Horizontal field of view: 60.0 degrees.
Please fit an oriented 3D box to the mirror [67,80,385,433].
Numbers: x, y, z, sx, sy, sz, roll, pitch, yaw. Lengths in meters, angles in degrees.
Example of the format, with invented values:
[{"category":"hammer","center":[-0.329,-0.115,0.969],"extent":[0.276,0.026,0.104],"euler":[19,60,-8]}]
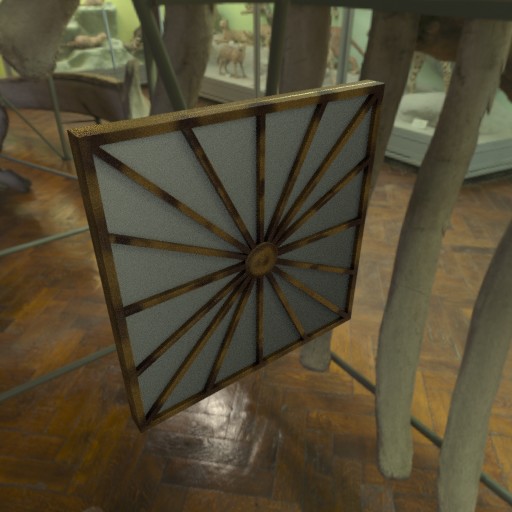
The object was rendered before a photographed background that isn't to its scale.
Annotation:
[{"category":"mirror","center":[0.000,0.000,0.756],"extent":[0.509,0.507,0.042],"euler":[-21,38,-30]}]
